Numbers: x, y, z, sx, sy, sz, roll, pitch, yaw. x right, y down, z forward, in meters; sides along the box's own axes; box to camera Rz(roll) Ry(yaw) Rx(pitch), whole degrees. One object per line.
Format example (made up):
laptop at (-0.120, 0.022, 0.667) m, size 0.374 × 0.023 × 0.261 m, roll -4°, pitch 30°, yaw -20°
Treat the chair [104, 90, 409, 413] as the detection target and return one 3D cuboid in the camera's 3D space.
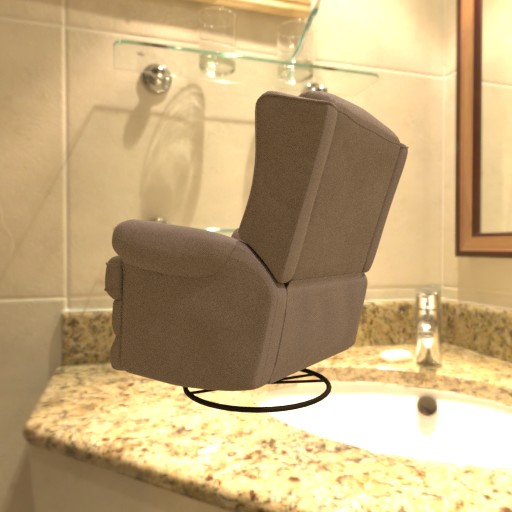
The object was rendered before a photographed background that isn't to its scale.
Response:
chair at (0.000, 0.000, 1.716) m, size 0.969 × 1.011 × 0.847 m, roll 1°, pitch 2°, yaw 36°
